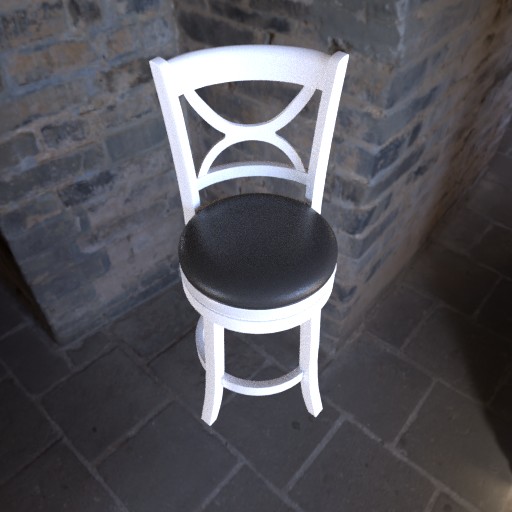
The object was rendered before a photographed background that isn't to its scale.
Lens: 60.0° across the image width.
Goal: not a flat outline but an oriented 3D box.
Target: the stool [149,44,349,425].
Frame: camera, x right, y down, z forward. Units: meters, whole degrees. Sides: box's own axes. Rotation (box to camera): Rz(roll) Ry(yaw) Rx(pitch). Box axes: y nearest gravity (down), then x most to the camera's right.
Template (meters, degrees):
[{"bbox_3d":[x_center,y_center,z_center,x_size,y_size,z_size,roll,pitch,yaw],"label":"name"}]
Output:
[{"bbox_3d":[0.000,0.000,1.213,0.444,0.953,0.508,-3,44,-4],"label":"stool"}]
